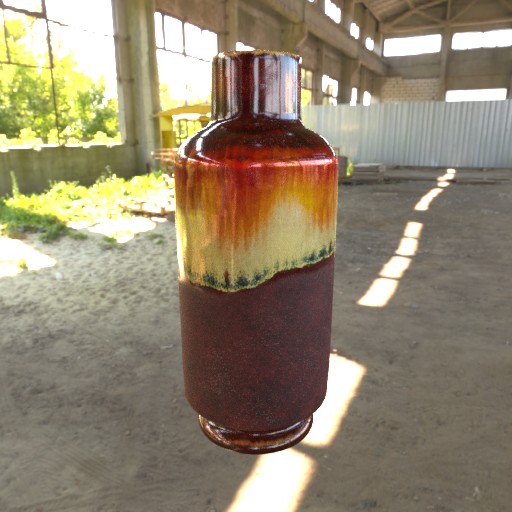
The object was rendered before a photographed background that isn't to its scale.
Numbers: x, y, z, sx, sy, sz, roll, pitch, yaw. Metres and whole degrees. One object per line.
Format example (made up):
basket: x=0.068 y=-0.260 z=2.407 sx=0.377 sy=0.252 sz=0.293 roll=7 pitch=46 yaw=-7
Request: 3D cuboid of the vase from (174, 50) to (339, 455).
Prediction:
vase: x=0.000 y=0.000 z=0.316 sx=0.111 sy=0.261 sz=0.111 roll=0 pitch=15 yaw=0
